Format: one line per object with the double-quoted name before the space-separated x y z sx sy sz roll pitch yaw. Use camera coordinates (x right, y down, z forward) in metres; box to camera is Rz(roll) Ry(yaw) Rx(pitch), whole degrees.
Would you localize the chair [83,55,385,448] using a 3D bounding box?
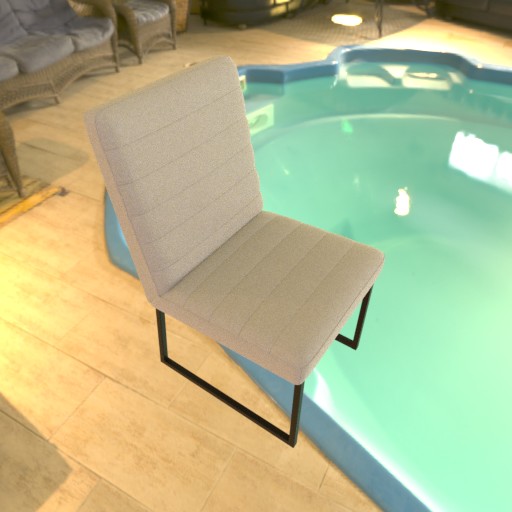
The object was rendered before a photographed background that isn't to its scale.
"chair" 0.000 0.000 1.315 0.634 0.930 0.520 25 47 25
